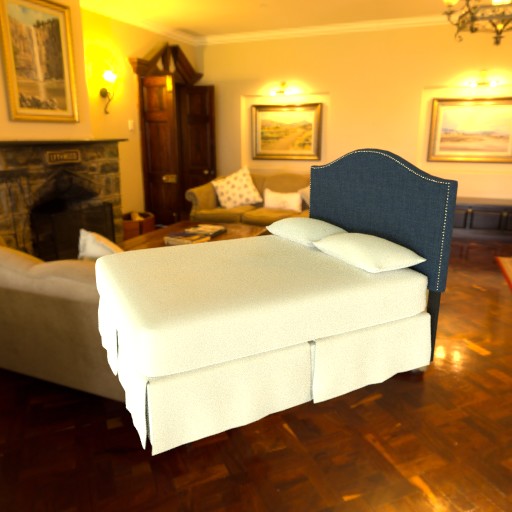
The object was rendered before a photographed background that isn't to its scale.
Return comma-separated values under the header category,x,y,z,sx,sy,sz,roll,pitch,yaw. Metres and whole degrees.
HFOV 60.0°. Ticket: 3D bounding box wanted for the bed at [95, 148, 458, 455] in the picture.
category,x,y,z,sx,sy,sz,roll,pitch,yaw
bed,0.000,0.000,3.273,2.153,1.518,1.713,-8,17,-26
